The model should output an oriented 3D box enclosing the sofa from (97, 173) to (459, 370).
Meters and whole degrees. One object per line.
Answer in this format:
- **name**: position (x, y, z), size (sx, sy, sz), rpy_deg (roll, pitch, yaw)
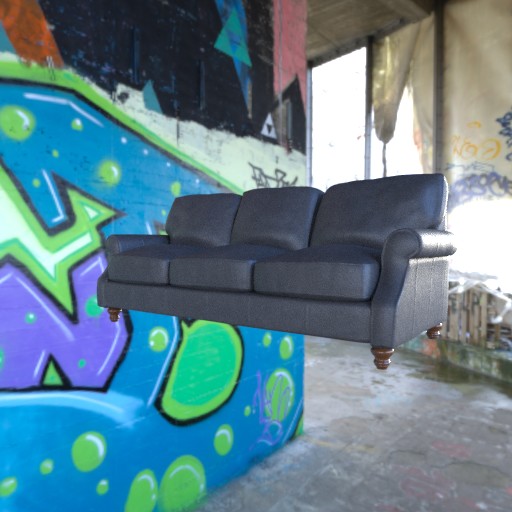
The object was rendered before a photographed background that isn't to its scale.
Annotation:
- **sofa**: position (0.000, 0.000, 2.945), size (2.387, 0.977, 0.974), rpy_deg (1, 2, 37)
